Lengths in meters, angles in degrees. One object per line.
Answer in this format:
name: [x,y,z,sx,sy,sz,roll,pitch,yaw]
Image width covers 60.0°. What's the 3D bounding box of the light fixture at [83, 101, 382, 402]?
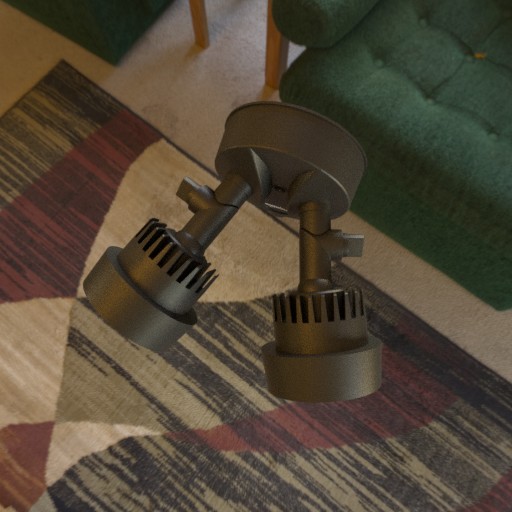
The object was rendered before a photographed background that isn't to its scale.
light fixture: [0.000,0.000,0.310,0.213,0.120,0.168,19,75,5]
